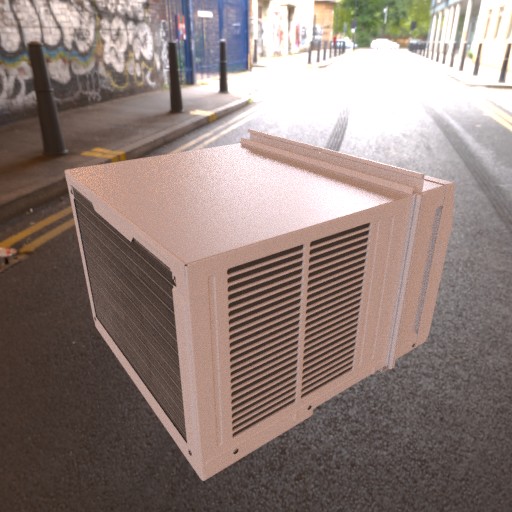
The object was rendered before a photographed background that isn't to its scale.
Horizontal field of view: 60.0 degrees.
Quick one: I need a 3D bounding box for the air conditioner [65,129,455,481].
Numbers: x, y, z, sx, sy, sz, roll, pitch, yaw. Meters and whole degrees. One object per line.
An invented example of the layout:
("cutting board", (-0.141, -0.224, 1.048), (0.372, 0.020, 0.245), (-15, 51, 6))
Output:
("air conditioner", (0.000, 0.000, 0.876), (0.546, 0.388, 0.503), (-18, 31, -32))
